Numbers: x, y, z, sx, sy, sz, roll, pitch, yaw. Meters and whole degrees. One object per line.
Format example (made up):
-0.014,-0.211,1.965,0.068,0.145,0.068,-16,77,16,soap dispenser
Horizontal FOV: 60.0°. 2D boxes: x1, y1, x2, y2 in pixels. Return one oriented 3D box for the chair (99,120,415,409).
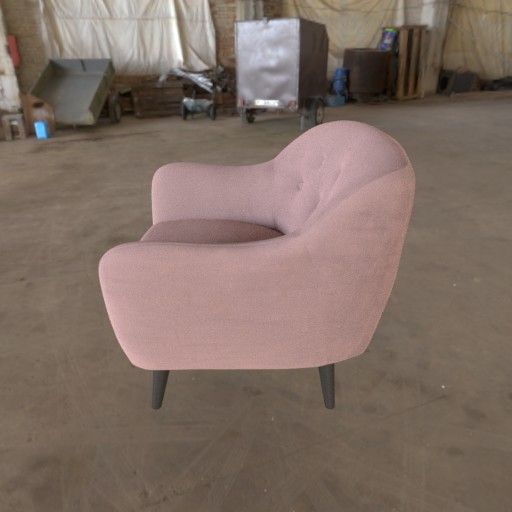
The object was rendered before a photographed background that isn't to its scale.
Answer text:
0.000,0.000,1.490,0.820,0.820,0.840,-1,26,-2,chair
